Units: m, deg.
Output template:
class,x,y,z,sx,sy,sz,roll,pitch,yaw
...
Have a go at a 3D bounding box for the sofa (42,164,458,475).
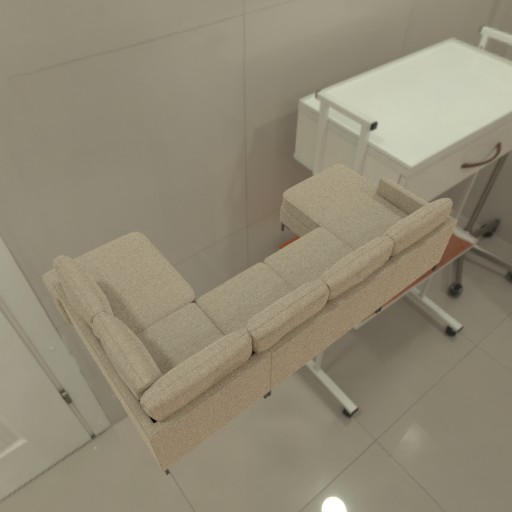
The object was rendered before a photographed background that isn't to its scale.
class,x,y,z,sx,sy,sz,roll,pitch,yaw
sofa,0.000,0.000,4.239,3.423,0.996,2.021,-30,54,-25
